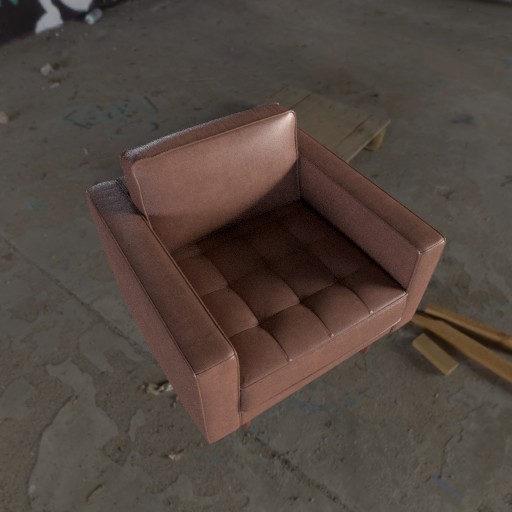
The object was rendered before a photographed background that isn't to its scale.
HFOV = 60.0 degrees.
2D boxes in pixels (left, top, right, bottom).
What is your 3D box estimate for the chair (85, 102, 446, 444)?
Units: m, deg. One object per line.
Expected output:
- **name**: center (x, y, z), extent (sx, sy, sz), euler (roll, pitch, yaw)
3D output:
- **chair**: center (0.000, 0.000, 1.588), extent (0.920, 0.770, 0.900), euler (-25, 52, -21)
